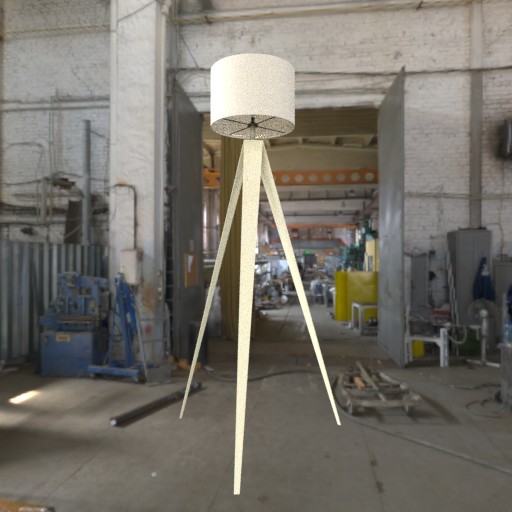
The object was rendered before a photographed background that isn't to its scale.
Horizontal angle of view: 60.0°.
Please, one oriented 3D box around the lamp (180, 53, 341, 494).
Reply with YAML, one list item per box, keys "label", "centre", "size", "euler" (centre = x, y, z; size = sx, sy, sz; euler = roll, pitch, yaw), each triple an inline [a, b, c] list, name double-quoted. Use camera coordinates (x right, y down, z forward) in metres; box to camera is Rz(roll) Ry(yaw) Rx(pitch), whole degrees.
- label: "lamp"
  centre: [0.000, 0.000, 1.913]
  size: [0.716, 1.524, 0.724]
  euler: [0, 0, -37]
